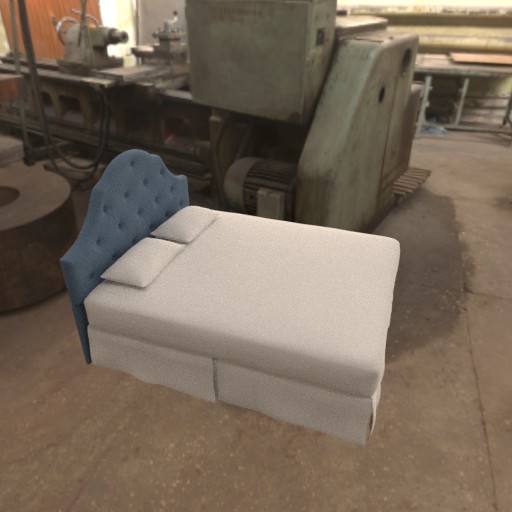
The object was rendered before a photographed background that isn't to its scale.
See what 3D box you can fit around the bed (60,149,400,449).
[{"bbox_3d":[0.000,0.000,3.925,2.477,1.617,2.039,10,32,17],"label":"bed"}]
